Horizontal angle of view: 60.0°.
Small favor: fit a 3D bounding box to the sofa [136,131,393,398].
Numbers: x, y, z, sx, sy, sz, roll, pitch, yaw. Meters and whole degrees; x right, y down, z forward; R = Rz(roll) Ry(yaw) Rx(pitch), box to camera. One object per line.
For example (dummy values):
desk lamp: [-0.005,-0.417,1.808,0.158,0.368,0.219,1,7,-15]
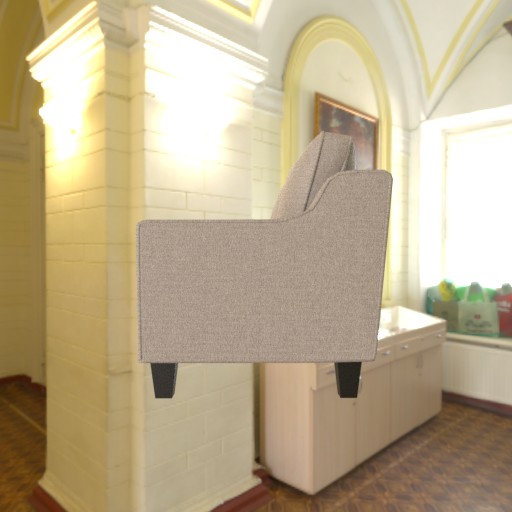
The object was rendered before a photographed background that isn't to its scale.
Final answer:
sofa: [0.000,0.000,2.535,0.899,0.950,2.129,0,1,0]
